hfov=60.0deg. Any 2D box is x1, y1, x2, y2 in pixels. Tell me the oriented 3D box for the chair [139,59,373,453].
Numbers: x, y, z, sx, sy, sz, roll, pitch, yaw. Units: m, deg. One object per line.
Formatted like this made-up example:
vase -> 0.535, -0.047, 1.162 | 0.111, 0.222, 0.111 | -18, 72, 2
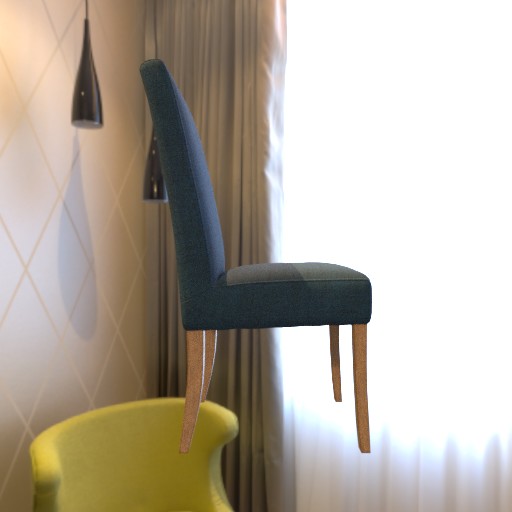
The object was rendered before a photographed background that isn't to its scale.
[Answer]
chair -> 0.000, 0.000, 1.360 | 0.610, 1.029, 0.450 | 0, 1, 0
